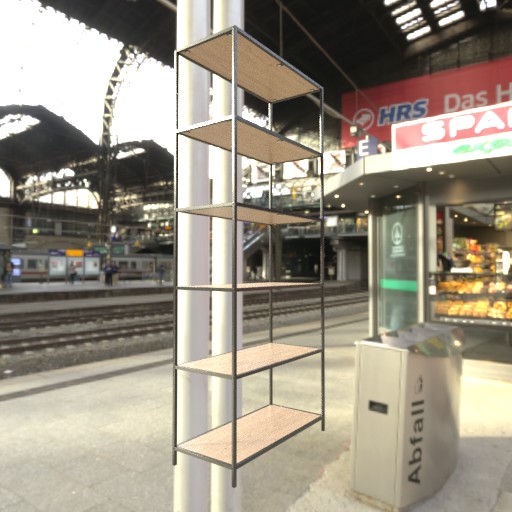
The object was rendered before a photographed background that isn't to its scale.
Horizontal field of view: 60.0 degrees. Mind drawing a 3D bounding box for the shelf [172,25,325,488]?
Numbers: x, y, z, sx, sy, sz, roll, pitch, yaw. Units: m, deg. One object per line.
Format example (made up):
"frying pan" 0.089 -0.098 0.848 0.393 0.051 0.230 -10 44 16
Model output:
"shelf" 0.000 0.000 2.183 0.350 1.850 0.770 -1 -2 36
